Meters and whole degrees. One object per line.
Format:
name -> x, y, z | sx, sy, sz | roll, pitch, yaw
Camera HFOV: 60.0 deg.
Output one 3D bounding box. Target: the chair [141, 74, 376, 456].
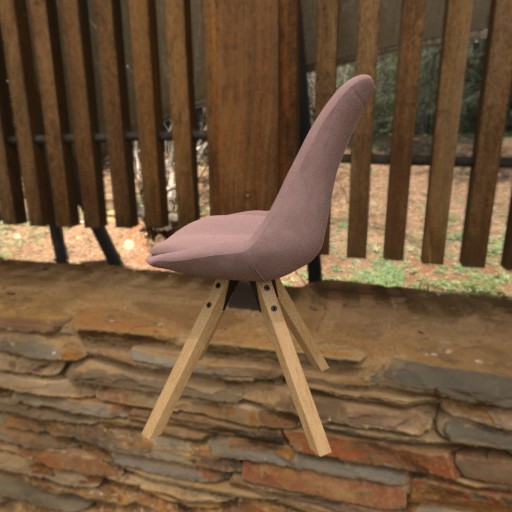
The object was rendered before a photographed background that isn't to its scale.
chair -> 0.000, 0.000, 1.160 | 0.550, 0.850, 0.485 | 2, 15, 8
